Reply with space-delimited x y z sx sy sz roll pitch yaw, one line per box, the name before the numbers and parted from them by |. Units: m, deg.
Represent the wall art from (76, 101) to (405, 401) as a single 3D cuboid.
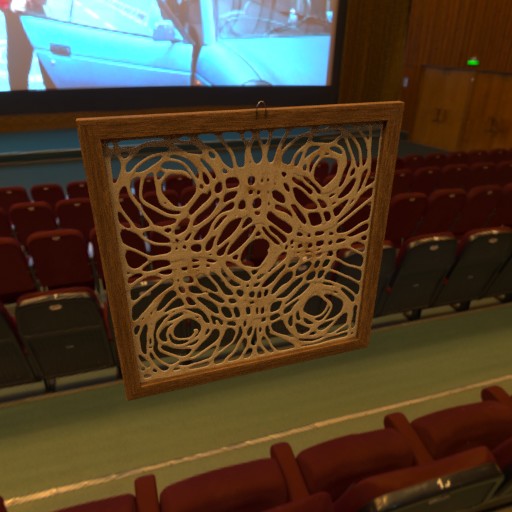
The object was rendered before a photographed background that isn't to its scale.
wall art | 0.000 0.000 0.859 0.561 0.576 0.021 -8 29 -16
